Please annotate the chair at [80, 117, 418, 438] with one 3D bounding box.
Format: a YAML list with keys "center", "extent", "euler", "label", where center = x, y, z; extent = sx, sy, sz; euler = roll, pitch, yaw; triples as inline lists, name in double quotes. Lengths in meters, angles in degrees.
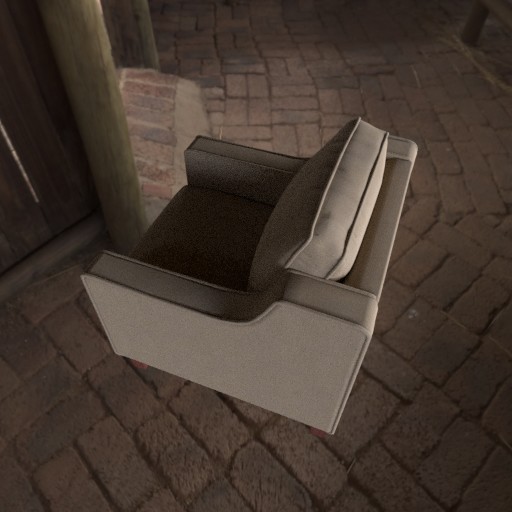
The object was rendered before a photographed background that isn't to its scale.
- center: [0.000, 0.000, 1.660]
  extent: [0.909, 0.960, 0.831]
  euler: [16, 50, 14]
  label: "chair"
